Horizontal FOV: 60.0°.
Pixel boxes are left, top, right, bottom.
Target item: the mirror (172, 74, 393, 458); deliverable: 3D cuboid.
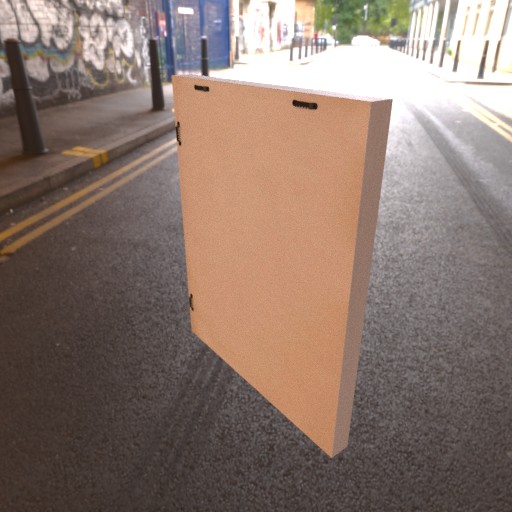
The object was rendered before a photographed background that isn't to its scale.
[{"bbox_3d":[0.000,0.000,0.700,0.041,0.508,0.405,-19,32,-34],"label":"mirror"}]
